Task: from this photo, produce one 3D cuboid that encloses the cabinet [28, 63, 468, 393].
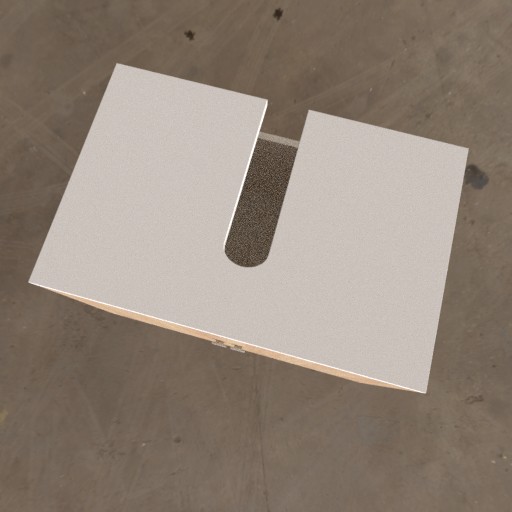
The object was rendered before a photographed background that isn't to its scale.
[{"bbox_3d":[0.000,0.000,0.938,0.600,0.522,0.400,15,77,4],"label":"cabinet"}]
